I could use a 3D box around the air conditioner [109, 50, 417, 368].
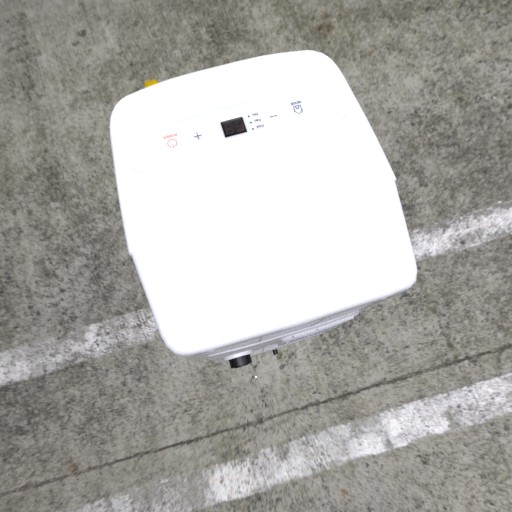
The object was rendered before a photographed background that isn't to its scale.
[{"bbox_3d":[0.000,0.000,0.779,0.304,0.606,0.349,-16,75,-4],"label":"air conditioner"}]
